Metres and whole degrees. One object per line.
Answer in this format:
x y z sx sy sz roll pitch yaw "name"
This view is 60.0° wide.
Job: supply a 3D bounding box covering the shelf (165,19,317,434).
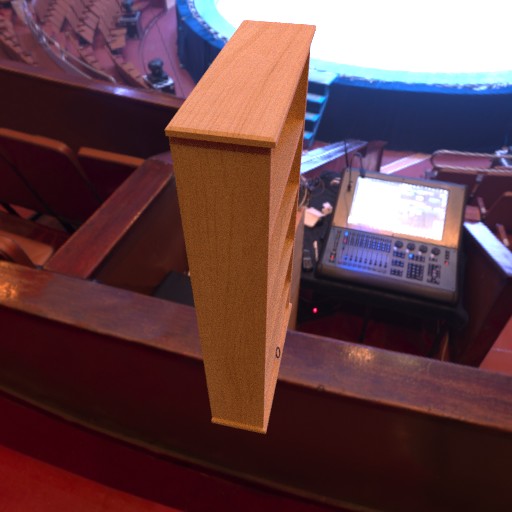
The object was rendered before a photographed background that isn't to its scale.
0.000 0.000 1.210 0.175 1.030 0.520 9 46 9 "shelf"
